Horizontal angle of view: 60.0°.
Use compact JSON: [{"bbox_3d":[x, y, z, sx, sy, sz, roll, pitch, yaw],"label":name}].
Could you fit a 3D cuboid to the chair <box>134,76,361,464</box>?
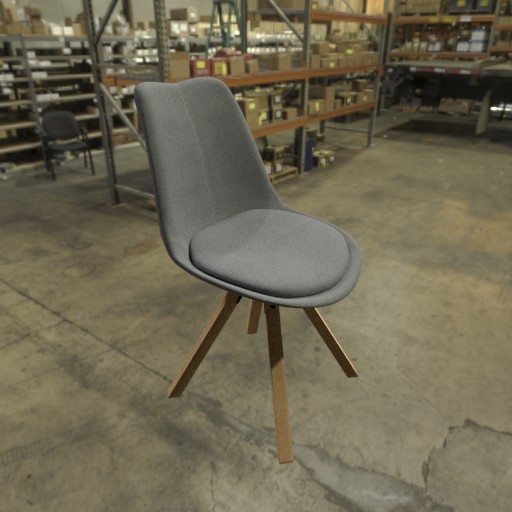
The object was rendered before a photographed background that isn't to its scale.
[{"bbox_3d":[0.000,0.000,1.194,0.549,0.863,0.474,18,31,32],"label":"chair"}]
